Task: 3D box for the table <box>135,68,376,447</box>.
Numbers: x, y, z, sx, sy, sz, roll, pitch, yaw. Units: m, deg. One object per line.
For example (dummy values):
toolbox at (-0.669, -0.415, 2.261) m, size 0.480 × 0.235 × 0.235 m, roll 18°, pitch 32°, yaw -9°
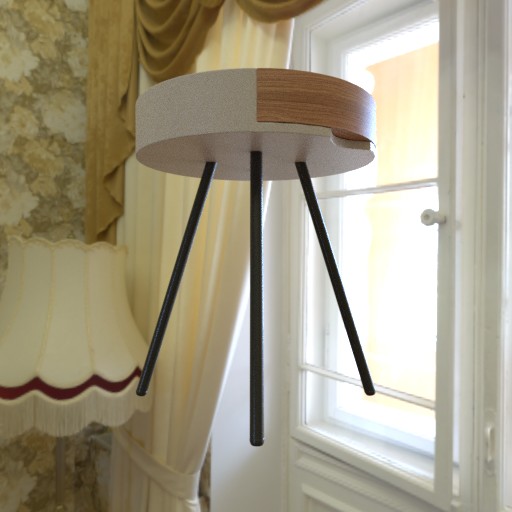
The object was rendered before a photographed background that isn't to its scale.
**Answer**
table at (0.000, 0.000, 0.830) m, size 0.450 × 0.525 × 0.450 m, roll 0°, pitch 1°, yaw 0°
